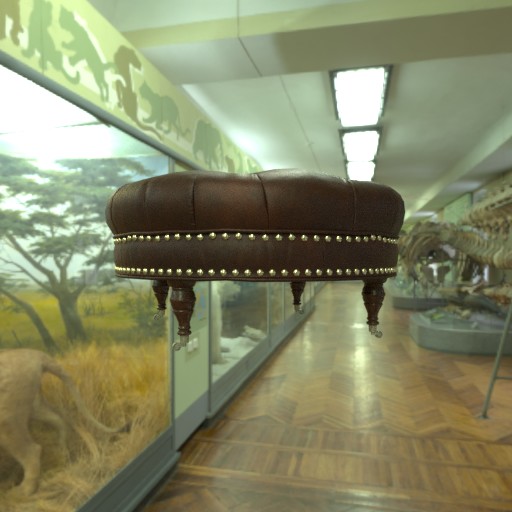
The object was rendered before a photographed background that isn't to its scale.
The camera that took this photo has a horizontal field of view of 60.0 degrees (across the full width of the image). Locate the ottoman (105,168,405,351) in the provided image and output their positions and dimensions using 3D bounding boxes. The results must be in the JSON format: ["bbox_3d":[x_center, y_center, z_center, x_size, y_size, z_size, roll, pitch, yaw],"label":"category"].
[{"bbox_3d":[0.000,0.000,1.396,0.901,0.455,0.901,0,0,0],"label":"ottoman"}]
